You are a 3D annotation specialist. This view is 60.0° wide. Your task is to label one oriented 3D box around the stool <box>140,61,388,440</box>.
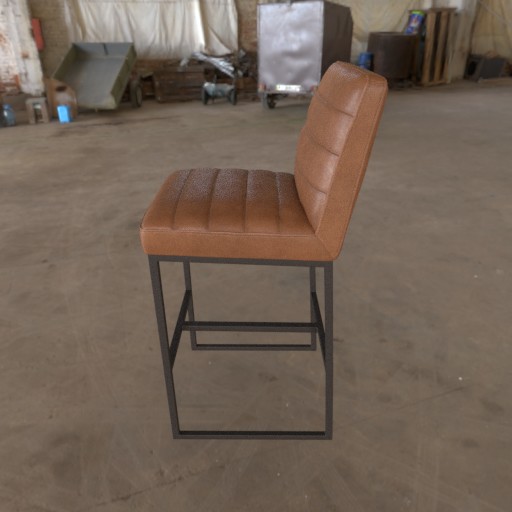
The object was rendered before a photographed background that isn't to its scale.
[{"bbox_3d":[0.000,0.000,1.312,0.556,1.040,0.458,0,27,0],"label":"stool"}]
